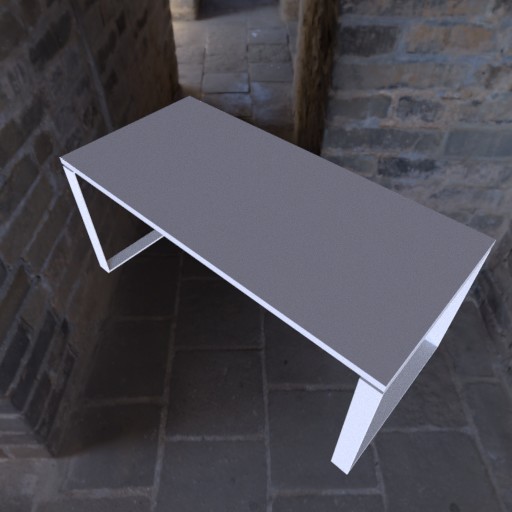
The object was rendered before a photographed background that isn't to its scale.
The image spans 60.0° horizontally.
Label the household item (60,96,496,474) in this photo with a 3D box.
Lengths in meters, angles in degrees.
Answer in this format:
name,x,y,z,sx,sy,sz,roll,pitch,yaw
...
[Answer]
name,x,y,z,sx,sy,sz,roll,pitch,yaw
household item,0.000,0.000,2.115,1.700,0.745,0.800,33,55,27
